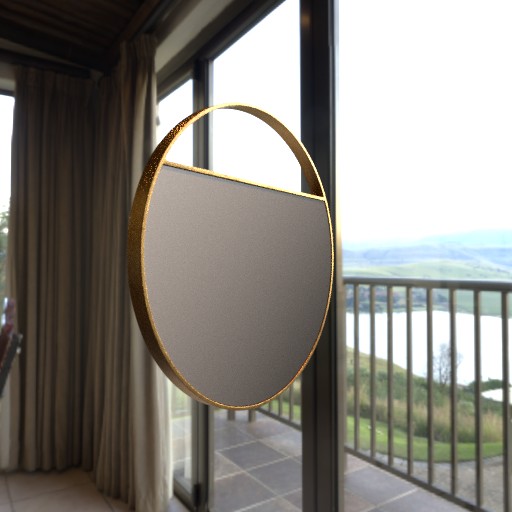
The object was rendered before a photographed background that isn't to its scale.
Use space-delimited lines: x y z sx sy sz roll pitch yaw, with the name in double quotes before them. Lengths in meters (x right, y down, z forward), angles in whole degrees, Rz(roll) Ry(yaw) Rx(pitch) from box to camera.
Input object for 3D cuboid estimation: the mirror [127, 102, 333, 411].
"mirror" 0.000 0.000 0.850 0.032 0.565 0.565 -1 -1 38
